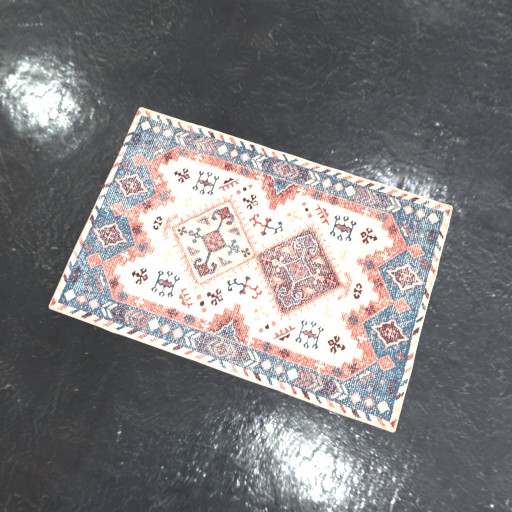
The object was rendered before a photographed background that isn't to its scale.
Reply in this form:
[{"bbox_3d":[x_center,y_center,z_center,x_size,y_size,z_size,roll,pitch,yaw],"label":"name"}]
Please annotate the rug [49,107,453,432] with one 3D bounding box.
[{"bbox_3d":[0.000,0.000,2.332,1.840,0.015,1.225,19,77,4],"label":"rug"}]
